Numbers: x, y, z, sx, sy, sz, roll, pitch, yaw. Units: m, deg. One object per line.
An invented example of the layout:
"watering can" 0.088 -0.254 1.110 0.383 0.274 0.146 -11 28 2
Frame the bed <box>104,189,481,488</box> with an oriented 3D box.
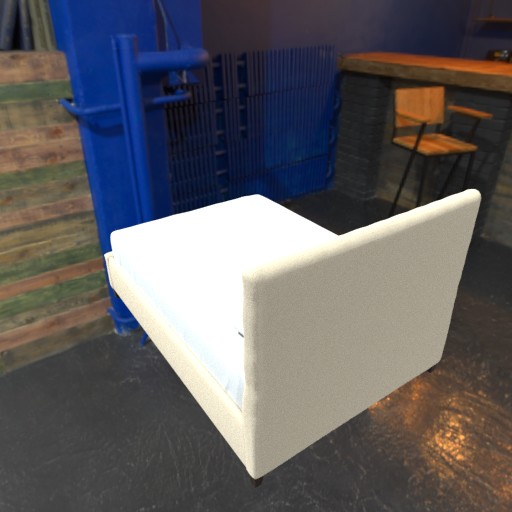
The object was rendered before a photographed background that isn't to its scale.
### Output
"bed" 0.000 0.000 3.408 1.698 1.427 2.387 -19 34 -30
